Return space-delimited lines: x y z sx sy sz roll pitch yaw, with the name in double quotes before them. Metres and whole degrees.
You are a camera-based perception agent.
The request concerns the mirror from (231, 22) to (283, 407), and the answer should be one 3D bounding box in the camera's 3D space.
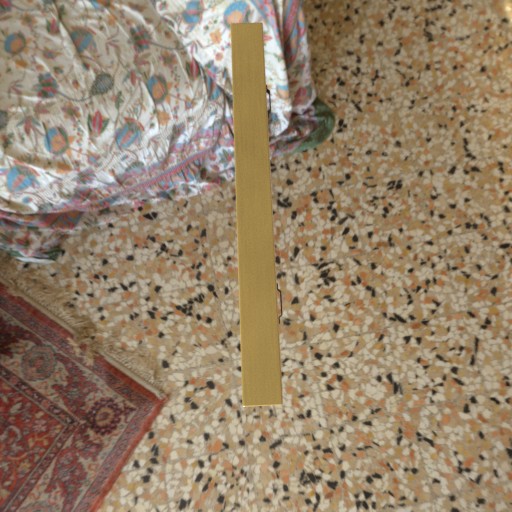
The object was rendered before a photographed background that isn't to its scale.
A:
"mirror" 0.000 0.000 0.688 0.041 0.508 0.405 -2 75 -1
